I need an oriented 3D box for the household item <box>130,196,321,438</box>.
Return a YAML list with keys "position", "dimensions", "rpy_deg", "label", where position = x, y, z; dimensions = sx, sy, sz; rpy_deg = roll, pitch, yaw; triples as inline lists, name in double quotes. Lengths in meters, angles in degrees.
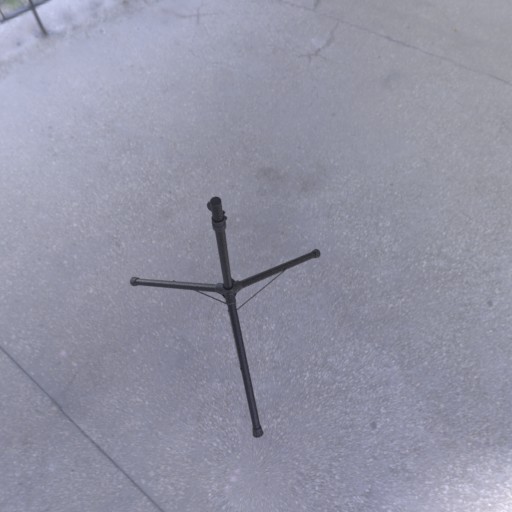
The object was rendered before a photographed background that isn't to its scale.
- position: [0.000, 0.000, 1.830]
  dimensions: [0.907, 1.136, 1.045]
  rpy_deg: [-37, 69, -16]
  label: "household item"
